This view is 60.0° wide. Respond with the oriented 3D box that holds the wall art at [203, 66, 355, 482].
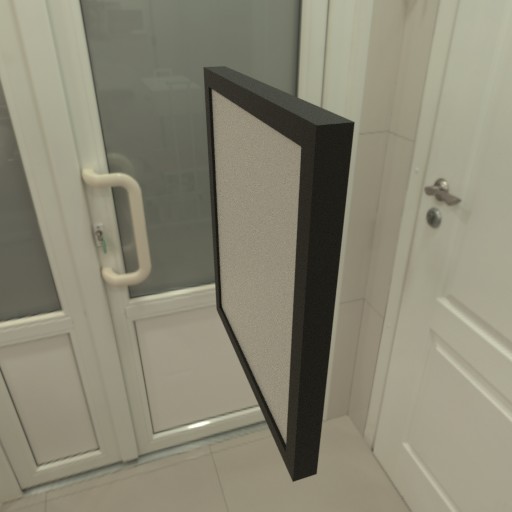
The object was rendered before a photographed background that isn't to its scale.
[{"bbox_3d":[0.000,0.000,0.526,0.029,0.381,0.330,-10,31,-16],"label":"wall art"}]
